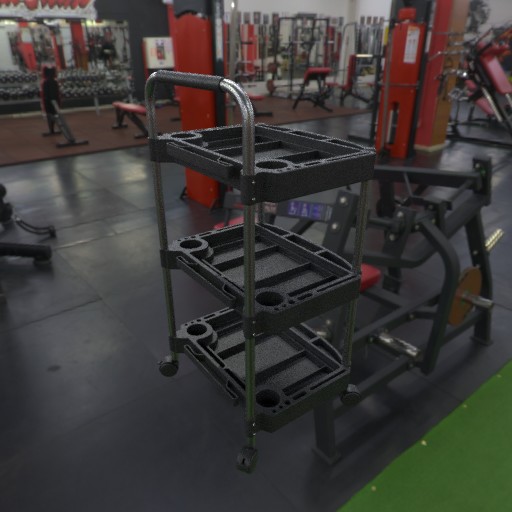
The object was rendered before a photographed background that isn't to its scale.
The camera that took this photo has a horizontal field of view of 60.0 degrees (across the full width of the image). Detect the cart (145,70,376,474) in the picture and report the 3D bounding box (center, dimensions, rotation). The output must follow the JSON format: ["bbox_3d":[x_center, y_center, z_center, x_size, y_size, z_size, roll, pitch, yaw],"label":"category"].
[{"bbox_3d":[0.000,0.000,1.389,0.518,1.075,0.584,-18,31,-32],"label":"cart"}]
